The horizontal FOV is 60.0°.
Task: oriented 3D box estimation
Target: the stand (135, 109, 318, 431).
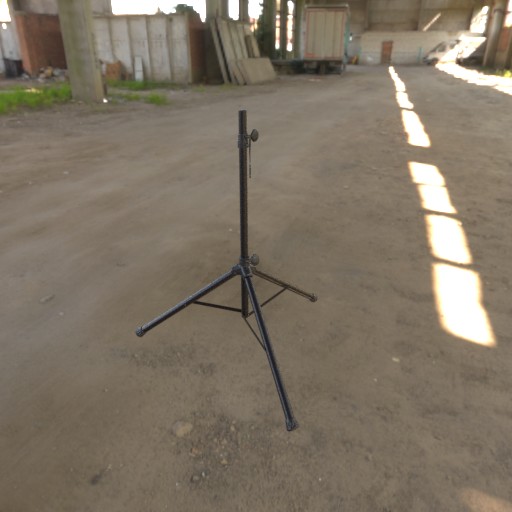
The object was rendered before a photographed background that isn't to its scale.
[{"bbox_3d":[0.000,0.000,1.862,1.045,1.136,0.907,-8,27,-17],"label":"stand"}]
